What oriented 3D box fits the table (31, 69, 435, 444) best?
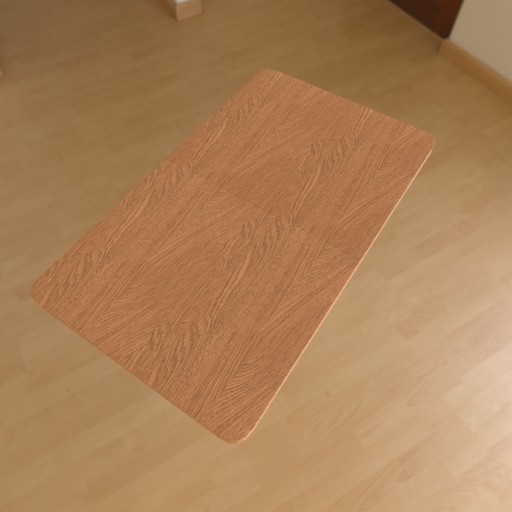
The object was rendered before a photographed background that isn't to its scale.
[{"bbox_3d":[0.000,0.000,2.137,0.950,0.770,1.600,29,62,17],"label":"table"}]
